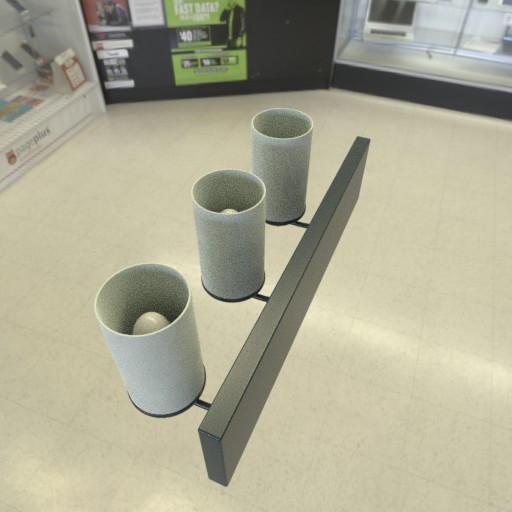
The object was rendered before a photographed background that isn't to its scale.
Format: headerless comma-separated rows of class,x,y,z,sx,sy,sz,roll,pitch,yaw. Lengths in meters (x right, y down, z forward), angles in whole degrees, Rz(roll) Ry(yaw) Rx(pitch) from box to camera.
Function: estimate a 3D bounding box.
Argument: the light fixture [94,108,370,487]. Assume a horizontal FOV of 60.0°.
light fixture,0.000,0.000,0.520,0.145,0.172,0.451,18,48,17
